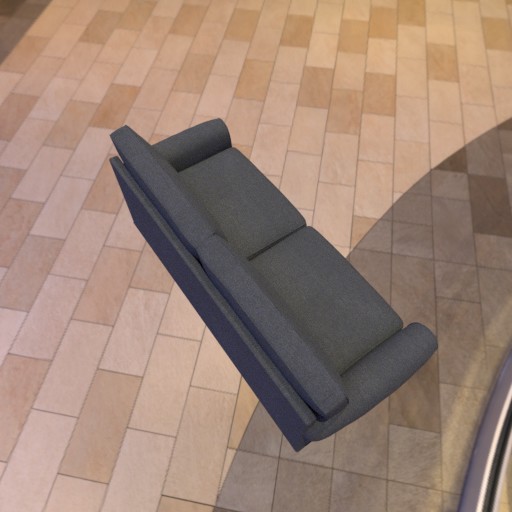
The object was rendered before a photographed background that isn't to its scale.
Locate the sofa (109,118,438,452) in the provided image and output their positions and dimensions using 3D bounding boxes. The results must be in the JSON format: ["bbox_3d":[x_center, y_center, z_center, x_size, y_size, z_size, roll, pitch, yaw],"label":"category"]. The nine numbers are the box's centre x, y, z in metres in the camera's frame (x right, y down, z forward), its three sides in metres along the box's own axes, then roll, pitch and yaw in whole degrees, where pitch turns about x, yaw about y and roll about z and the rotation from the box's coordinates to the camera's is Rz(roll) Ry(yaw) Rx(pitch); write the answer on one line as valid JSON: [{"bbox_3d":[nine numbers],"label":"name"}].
[{"bbox_3d":[0.000,0.000,2.990,0.954,1.026,2.391,-31,63,-18],"label":"sofa"}]
